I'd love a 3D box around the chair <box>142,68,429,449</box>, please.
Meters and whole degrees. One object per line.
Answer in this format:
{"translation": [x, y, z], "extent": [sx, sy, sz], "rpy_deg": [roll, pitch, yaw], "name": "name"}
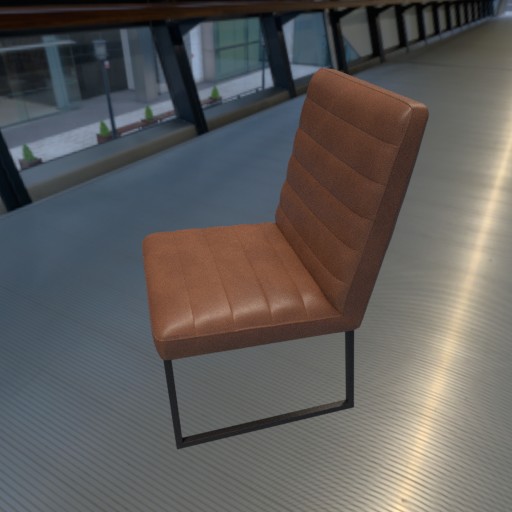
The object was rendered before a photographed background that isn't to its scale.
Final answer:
{"translation": [0.000, 0.000, 1.282], "extent": [0.634, 0.930, 0.520], "rpy_deg": [-8, 33, -13], "name": "chair"}
